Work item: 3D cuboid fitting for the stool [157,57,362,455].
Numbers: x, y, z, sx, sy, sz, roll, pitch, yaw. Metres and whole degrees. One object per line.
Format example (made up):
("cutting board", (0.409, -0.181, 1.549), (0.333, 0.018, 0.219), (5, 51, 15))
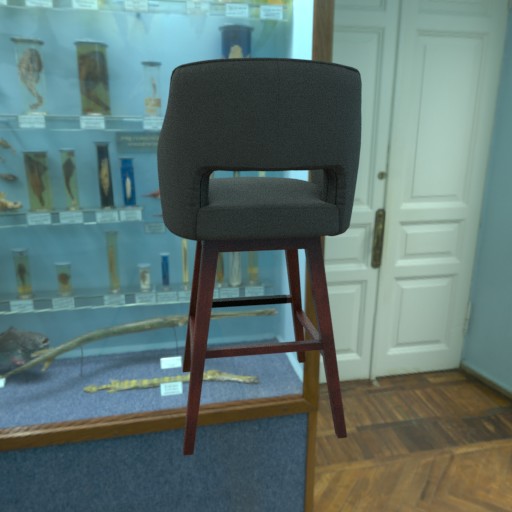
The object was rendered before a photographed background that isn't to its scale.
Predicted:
("stool", (0.000, 0.000, 1.322), (0.548, 1.012, 0.558), (-2, 15, -9))
